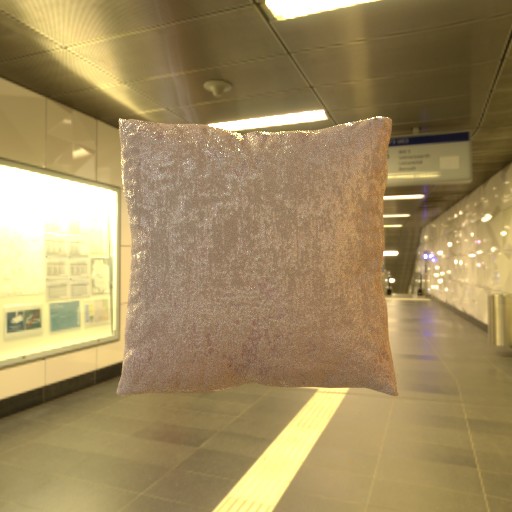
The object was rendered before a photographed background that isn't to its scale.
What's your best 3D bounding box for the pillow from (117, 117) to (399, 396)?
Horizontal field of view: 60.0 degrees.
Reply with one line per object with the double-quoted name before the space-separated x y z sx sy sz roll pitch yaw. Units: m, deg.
"pillow" 0.000 0.000 0.719 0.450 0.448 0.245 0 -1 2
